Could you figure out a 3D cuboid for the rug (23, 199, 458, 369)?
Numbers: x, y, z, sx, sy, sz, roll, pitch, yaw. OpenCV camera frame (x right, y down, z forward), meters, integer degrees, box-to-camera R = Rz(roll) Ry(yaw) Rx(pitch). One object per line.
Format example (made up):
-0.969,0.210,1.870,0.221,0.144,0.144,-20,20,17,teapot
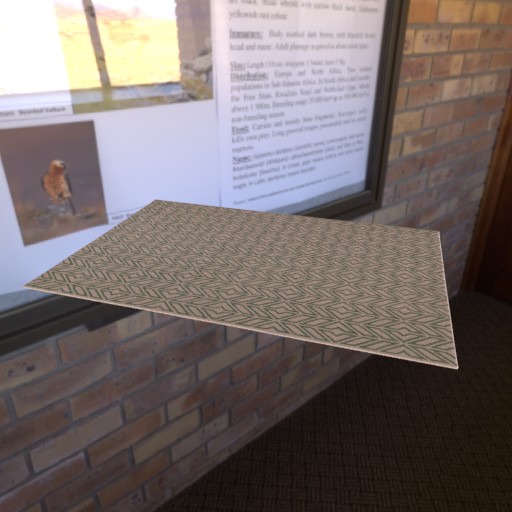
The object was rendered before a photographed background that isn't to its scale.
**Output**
0.000,0.000,2.277,1.828,0.007,1.220,8,28,15,rug
